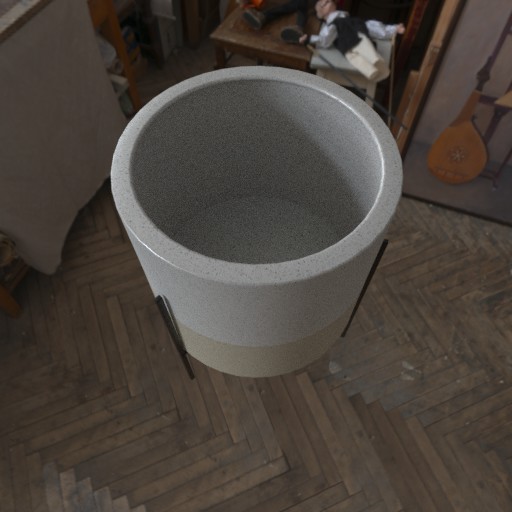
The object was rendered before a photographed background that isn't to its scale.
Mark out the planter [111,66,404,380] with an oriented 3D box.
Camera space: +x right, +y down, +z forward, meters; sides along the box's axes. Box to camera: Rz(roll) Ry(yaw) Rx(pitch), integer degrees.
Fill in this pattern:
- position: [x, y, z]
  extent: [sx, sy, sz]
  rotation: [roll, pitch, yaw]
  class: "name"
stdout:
- position: [0.000, 0.000, 0.751]
  extent: [0.359, 0.484, 0.368]
  rotation: [-14, 60, -8]
  class: "planter"
